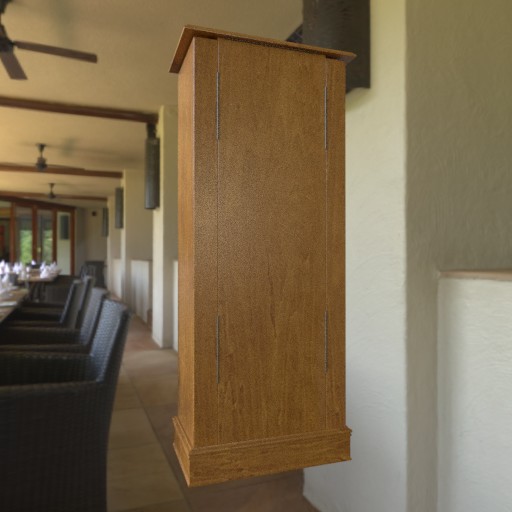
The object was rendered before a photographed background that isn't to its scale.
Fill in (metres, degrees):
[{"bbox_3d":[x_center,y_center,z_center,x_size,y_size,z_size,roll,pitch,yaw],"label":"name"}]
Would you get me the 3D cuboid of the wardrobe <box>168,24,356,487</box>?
[{"bbox_3d":[0.000,0.000,1.105,0.406,0.959,0.273,0,0,-19],"label":"wardrobe"}]
